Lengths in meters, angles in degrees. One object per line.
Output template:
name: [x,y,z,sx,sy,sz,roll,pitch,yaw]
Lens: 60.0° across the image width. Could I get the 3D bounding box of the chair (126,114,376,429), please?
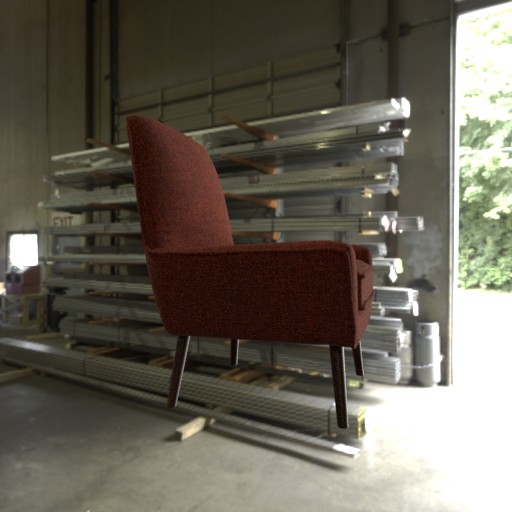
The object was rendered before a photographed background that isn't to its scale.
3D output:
chair: [0.000,0.000,1.540,0.784,0.911,0.803,0,0,18]
